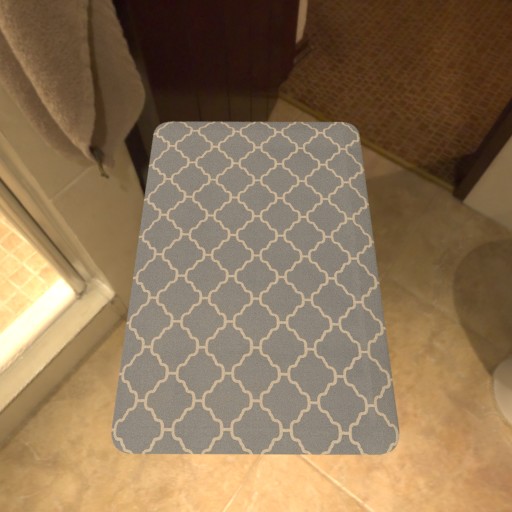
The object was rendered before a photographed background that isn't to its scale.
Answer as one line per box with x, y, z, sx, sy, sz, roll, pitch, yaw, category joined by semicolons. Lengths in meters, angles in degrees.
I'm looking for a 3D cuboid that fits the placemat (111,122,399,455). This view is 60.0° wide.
0.000;0.000;0.932;0.508;0.021;0.762;0;63;0;placemat
